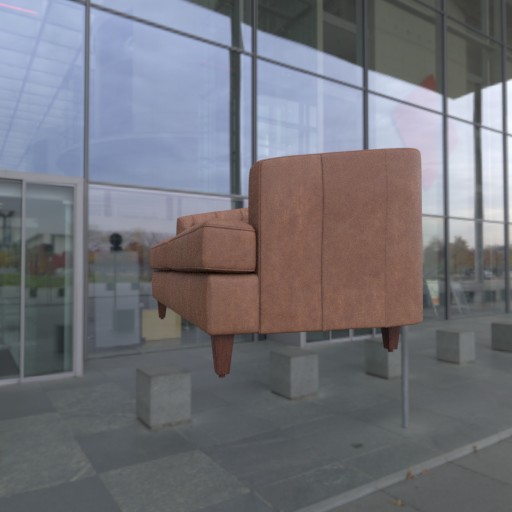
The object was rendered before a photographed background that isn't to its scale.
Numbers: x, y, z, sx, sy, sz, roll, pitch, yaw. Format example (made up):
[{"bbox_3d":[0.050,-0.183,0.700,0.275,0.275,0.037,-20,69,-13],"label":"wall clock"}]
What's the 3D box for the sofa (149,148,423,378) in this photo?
[{"bbox_3d":[0.000,0.000,2.245,0.914,0.786,1.755,1,-2,-18],"label":"sofa"}]
